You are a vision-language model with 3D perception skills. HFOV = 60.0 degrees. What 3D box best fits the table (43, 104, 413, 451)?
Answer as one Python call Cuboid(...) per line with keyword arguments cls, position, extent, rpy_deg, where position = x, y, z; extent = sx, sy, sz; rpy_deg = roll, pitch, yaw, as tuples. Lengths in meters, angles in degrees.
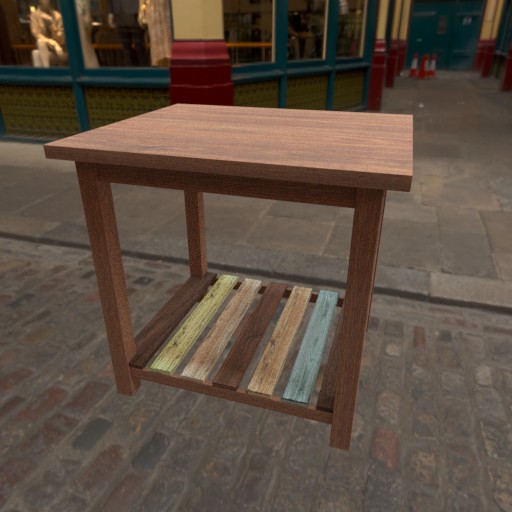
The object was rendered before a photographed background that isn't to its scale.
Cuboid(cls="table", position=(0.000, 0.000, 1.122), extent=(0.660, 0.635, 0.559), rpy_deg=(8, 28, 16))
